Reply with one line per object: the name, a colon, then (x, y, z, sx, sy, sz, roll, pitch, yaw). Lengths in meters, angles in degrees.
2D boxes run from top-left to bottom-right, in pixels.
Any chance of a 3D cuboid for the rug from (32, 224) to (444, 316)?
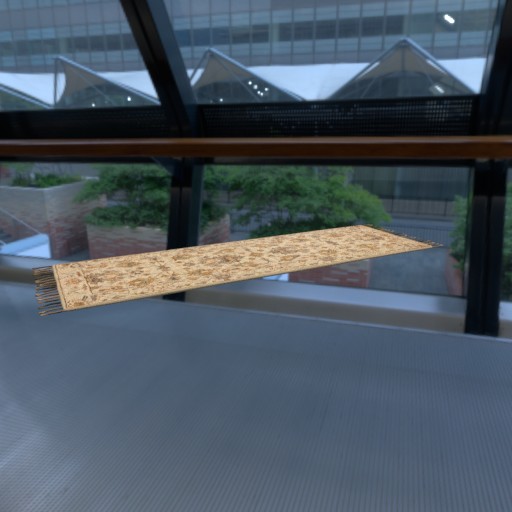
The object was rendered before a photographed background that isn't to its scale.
rug: (0.000, 0.000, 2.701, 2.438, 0.021, 0.729, -8, 19, -26)
